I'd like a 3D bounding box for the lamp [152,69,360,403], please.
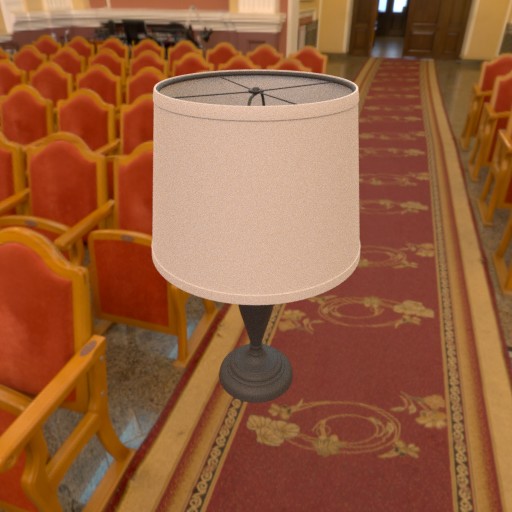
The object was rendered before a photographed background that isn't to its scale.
[{"bbox_3d":[0.000,0.000,0.684,0.310,0.501,0.310,0,31,0],"label":"lamp"}]
